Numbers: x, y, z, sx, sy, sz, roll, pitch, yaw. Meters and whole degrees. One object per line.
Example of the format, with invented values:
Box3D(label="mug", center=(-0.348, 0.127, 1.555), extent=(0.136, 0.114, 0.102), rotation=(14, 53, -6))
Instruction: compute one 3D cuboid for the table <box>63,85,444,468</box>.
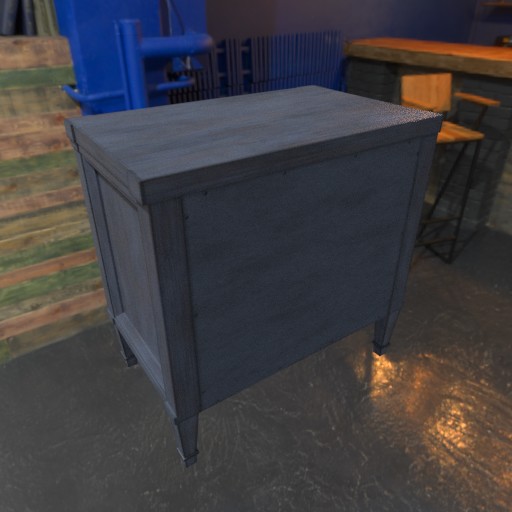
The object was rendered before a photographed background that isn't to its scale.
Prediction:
Box3D(label="table", center=(0.000, 0.000, 1.070), extent=(0.660, 0.660, 0.413), rotation=(-19, 36, -29))
